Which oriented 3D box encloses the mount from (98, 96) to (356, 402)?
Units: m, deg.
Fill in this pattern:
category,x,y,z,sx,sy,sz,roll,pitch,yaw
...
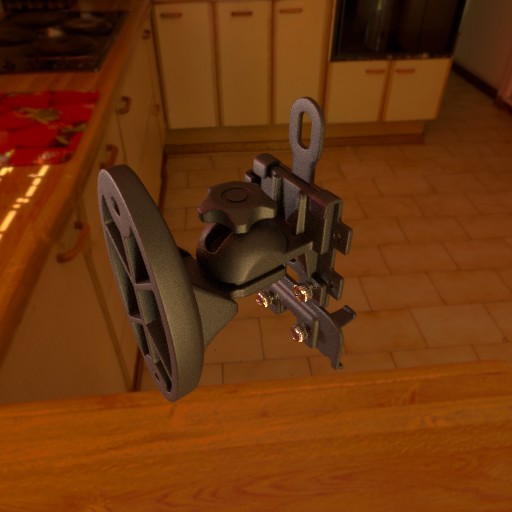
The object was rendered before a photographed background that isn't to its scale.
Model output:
category,x,y,z,sx,sy,sz,roll,pitch,yaw
mount,0.000,0.000,0.178,0.100,0.118,0.066,-25,46,-27
